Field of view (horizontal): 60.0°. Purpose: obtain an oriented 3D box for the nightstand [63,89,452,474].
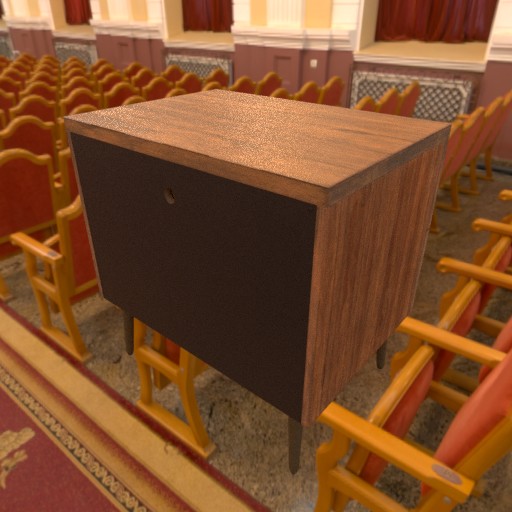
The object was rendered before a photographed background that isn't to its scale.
[{"bbox_3d":[0.000,0.000,1.008,0.610,0.610,0.458,22,36,34],"label":"nightstand"}]
